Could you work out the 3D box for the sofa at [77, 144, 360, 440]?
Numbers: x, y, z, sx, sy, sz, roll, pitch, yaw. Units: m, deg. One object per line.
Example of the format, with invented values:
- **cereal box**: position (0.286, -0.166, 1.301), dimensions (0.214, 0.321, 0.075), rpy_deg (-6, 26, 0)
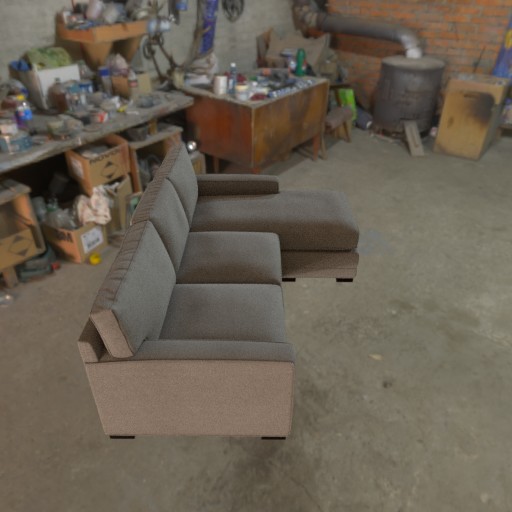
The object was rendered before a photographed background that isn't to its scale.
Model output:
- **sofa**: position (0.000, 0.000, 2.853), dimensions (1.496, 0.861, 2.087), rpy_deg (0, 33, 0)
